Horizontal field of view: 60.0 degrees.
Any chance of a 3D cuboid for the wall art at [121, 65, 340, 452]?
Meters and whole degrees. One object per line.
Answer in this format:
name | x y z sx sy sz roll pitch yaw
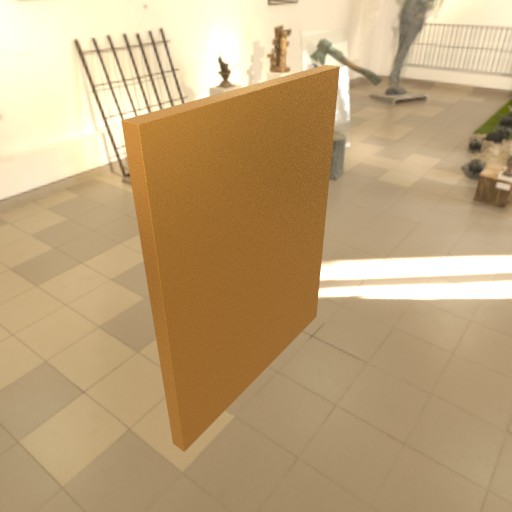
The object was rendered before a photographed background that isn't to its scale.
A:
wall art | 0.000 0.000 1.049 0.038 0.762 0.610 22 38 30
